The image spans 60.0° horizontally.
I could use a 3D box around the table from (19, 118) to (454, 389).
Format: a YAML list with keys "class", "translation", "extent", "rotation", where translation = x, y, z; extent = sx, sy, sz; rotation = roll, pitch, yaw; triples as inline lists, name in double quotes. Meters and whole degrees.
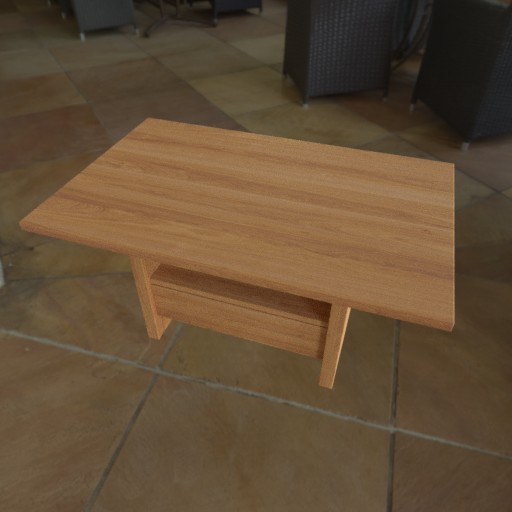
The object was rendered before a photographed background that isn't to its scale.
- class: "table"
  translation: [0.000, 0.000, 1.465]
  extent: [1.100, 0.510, 0.700]
  rotation: [12, 43, 14]
